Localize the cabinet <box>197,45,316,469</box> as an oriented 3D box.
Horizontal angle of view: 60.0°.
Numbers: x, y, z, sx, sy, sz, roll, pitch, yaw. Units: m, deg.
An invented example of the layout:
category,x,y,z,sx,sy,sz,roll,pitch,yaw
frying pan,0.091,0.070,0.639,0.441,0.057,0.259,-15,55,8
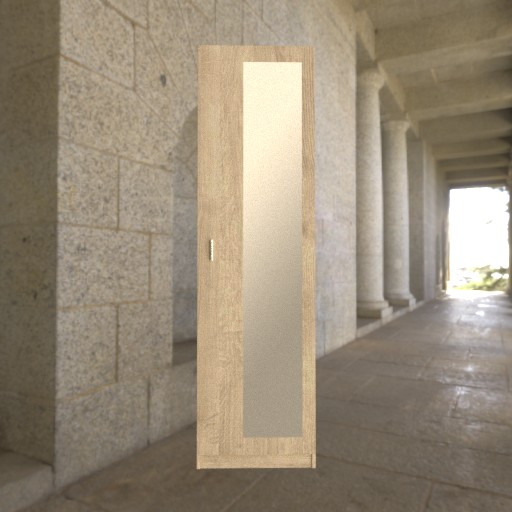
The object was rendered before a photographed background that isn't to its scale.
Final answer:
category,x,y,z,sx,sy,sz,roll,pitch,yaw
cabinet,0.000,0.000,1.969,0.500,1.790,0.230,0,-1,-1
